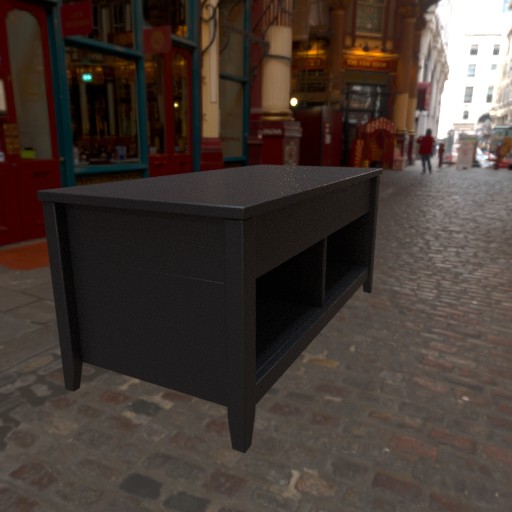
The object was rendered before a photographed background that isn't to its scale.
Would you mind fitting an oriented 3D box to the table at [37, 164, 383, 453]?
[{"bbox_3d":[0.000,0.000,1.291,0.483,0.457,1.016,8,17,26],"label":"table"}]
